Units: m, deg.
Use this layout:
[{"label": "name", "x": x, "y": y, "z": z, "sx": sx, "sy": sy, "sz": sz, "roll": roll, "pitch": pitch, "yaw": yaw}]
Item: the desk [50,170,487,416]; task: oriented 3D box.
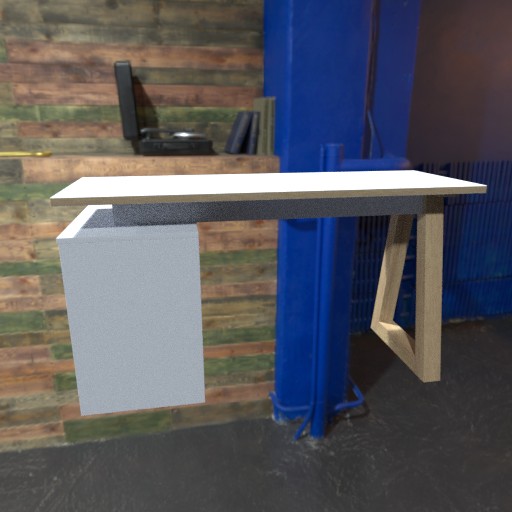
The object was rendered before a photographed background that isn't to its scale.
[{"label": "desk", "x": 0.000, "y": 0.000, "z": 2.019, "sx": 1.404, "sy": 0.755, "sz": 1.098, "roll": -3, "pitch": 17, "yaw": -10}]
